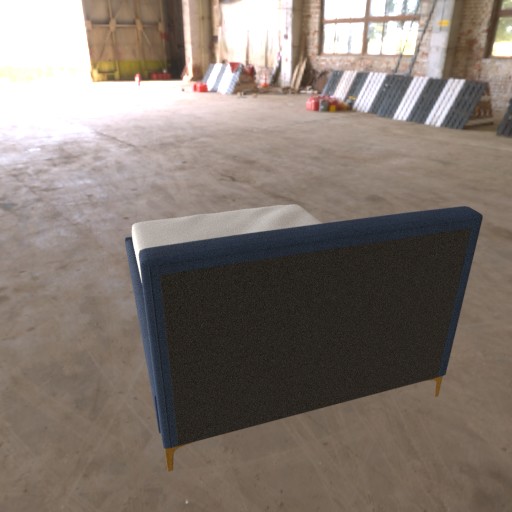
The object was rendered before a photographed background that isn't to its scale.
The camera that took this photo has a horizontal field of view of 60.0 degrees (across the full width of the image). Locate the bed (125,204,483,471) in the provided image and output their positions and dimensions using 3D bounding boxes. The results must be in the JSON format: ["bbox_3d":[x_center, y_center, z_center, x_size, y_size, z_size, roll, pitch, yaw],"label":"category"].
[{"bbox_3d":[0.000,0.000,3.167,1.723,1.231,2.172,-8,27,-17],"label":"bed"}]
